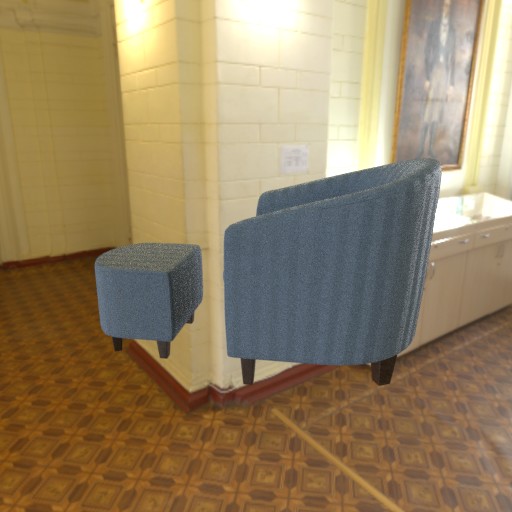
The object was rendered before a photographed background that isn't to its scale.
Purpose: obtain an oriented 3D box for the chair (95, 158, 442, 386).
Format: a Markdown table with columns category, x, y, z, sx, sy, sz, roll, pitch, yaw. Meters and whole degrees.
| category | x | y | z | sx | sy | sz | roll | pitch | yaw |
| --- | --- | --- | --- | --- | --- | --- | --- | --- | --- |
| chair | 0.000 | 0.000 | 1.732 | 1.288 | 0.757 | 0.756 | 2 | 16 | 9 |
